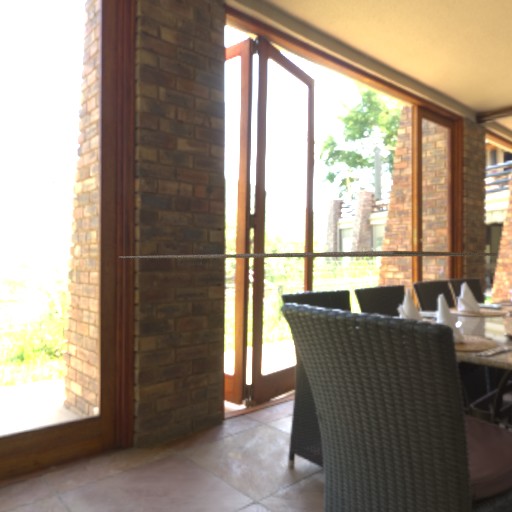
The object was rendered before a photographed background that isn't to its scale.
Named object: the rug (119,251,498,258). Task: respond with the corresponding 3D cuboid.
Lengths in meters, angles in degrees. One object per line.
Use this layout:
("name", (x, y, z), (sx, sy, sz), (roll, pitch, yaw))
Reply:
("rug", (0.000, 0.000, 2.640), (0.767, 0.012, 2.430), (0, -1, -38))
